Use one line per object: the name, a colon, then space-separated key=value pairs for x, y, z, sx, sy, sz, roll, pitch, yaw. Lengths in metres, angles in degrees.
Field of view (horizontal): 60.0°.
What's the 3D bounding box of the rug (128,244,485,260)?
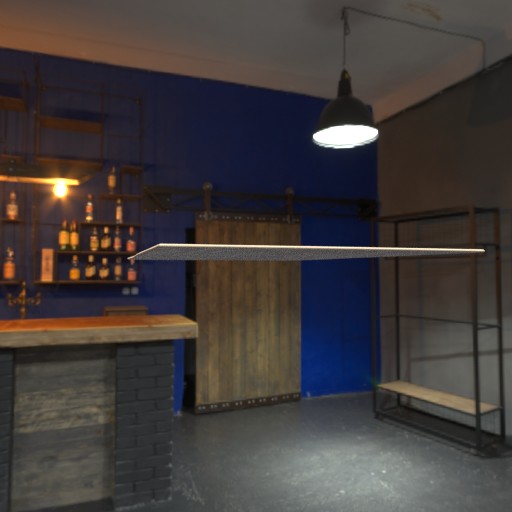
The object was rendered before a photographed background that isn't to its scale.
rug: x=0.000 y=0.000 z=2.930 sx=1.528 sy=0.014 sz=2.294 roll=1 pitch=-2 yaw=-19
